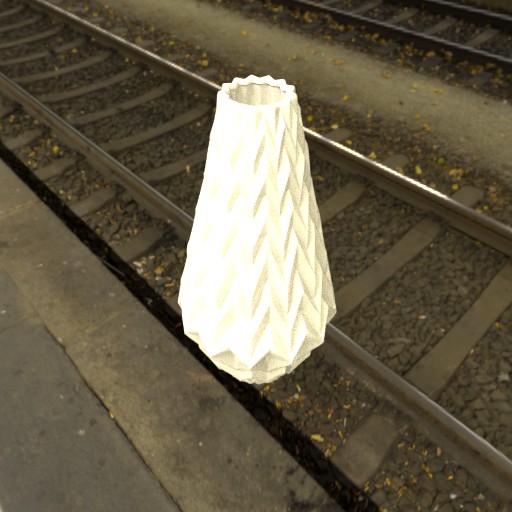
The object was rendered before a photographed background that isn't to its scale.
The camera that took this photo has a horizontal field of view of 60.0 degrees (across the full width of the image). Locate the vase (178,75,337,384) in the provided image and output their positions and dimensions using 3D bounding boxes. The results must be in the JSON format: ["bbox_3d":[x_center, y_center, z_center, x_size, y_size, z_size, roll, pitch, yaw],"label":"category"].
[{"bbox_3d":[0.000,0.000,0.426,0.167,0.328,0.167,0,45,0],"label":"vase"}]
